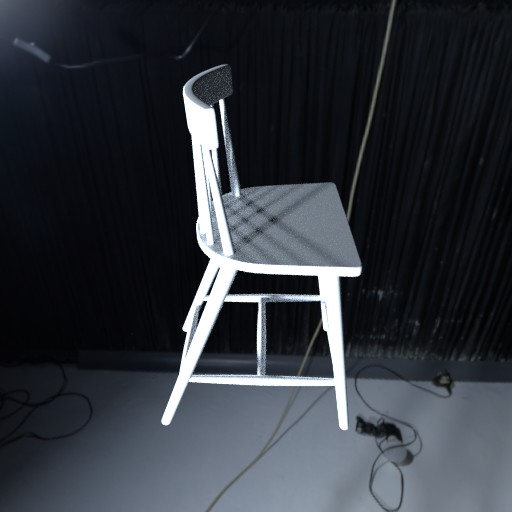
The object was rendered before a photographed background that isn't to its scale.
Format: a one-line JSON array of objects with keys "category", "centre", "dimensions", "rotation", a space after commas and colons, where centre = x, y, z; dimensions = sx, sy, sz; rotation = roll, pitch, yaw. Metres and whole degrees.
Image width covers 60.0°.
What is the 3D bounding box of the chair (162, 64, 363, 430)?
[{"category": "chair", "centre": [0.000, 0.000, 1.279], "dimensions": [0.572, 0.952, 0.483], "rotation": [1, 33, 1]}]
